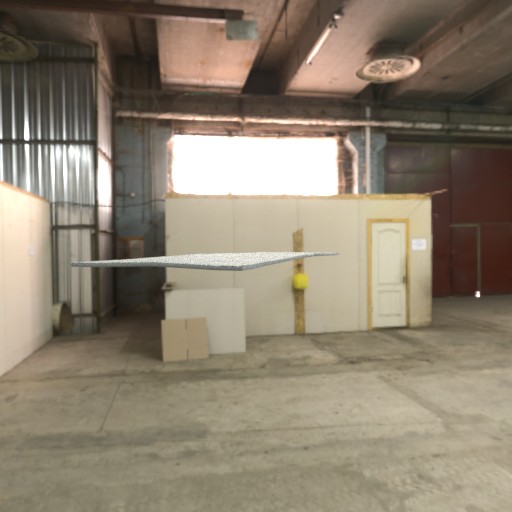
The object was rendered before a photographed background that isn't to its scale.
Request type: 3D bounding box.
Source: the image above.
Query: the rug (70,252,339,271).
[{"bbox_3d":[0.000,0.000,2.641,0.675,0.037,2.341,0,2,18],"label":"rug"}]
